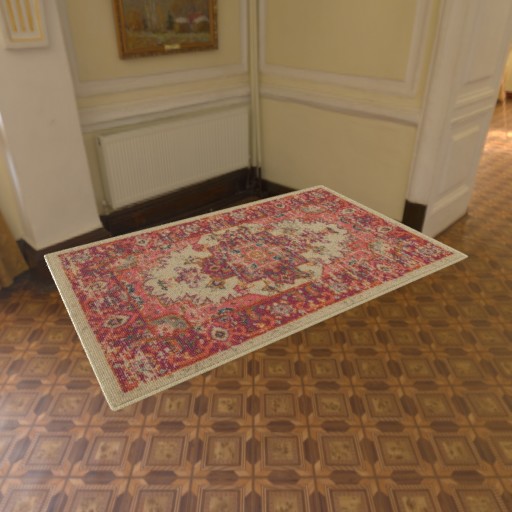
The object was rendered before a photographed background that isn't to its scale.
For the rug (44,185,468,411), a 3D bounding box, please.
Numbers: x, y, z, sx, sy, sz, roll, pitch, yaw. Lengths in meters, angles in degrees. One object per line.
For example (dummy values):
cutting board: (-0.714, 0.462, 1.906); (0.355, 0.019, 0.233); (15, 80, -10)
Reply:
rug: (0.000, 0.000, 1.073); (0.868, 0.004, 0.556); (-18, 35, -27)
